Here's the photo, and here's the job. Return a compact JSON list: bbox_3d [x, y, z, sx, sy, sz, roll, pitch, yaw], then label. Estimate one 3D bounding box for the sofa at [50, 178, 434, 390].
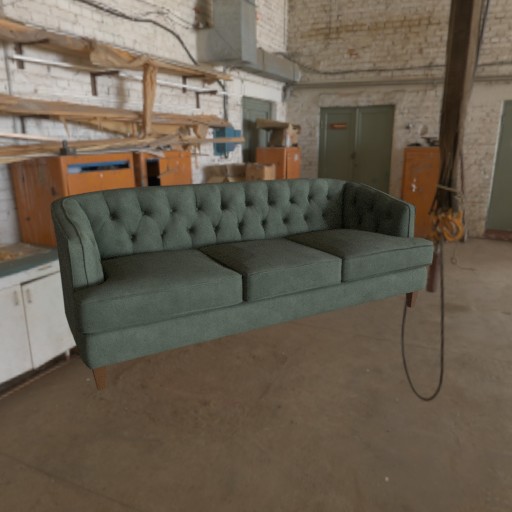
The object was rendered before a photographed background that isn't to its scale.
[{"bbox_3d":[0.000,0.000,2.801,2.278,0.855,0.941,-8,17,-29],"label":"sofa"}]
